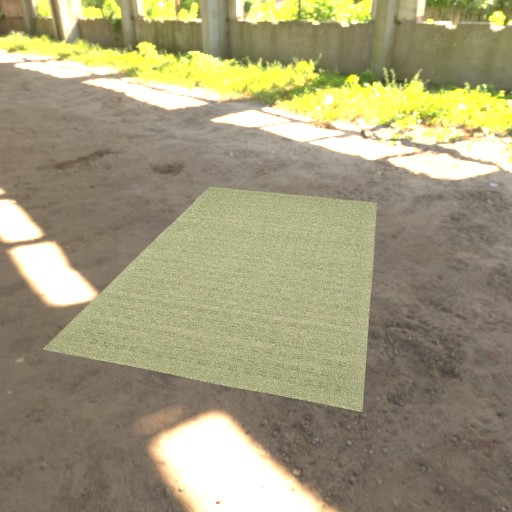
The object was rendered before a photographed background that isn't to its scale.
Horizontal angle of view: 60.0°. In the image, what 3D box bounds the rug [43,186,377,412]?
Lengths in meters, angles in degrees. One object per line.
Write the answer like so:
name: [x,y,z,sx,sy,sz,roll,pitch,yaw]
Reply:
rug: [0.000,0.000,2.228,1.143,0.006,1.747,7,30,13]
